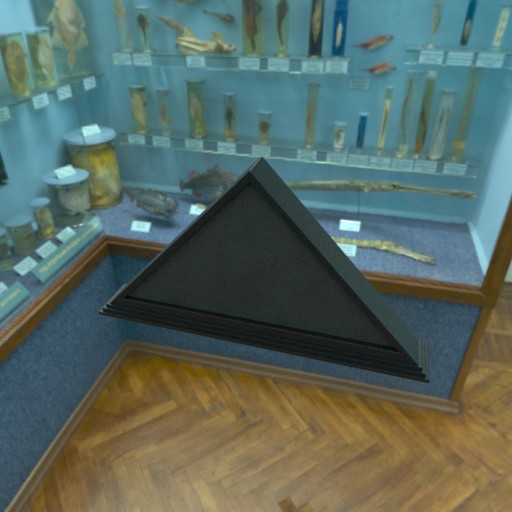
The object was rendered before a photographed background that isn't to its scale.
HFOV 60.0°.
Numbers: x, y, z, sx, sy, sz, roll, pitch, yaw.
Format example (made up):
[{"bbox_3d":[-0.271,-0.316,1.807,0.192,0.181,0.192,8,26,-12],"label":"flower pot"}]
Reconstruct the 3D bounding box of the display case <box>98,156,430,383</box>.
[{"bbox_3d":[0.000,0.000,0.774,0.640,0.340,0.095,9,34,14],"label":"display case"}]
